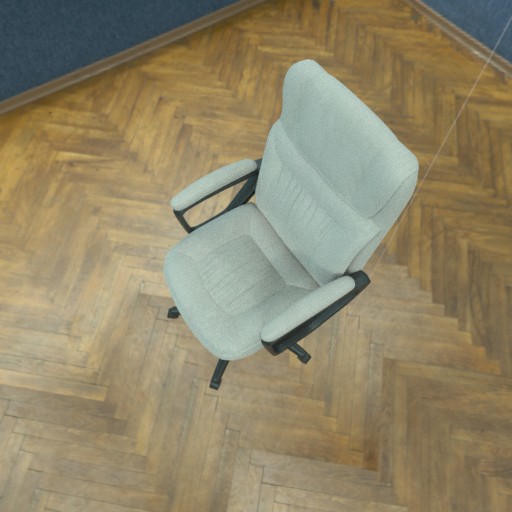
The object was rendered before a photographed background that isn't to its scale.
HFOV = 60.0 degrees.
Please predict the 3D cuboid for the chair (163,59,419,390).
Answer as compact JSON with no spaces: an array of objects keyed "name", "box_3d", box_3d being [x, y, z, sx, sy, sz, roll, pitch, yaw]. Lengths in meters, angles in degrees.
[{"name":"chair","box_3d":[0.000,0.000,1.578,0.724,1.105,0.667,-30,67,-15]}]
